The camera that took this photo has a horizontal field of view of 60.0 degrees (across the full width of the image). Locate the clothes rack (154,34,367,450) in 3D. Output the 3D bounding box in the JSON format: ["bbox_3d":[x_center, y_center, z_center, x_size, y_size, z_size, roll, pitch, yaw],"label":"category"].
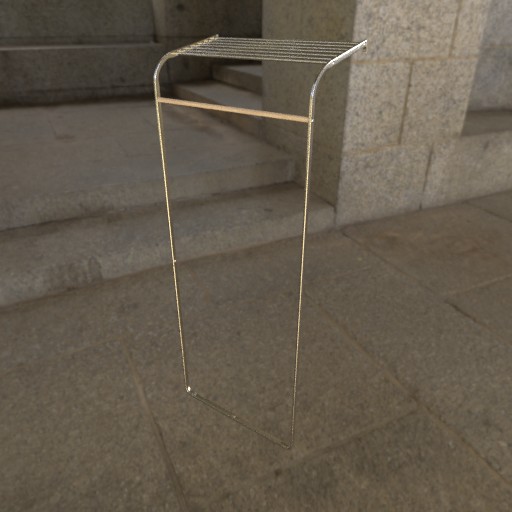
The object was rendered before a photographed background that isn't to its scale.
[{"bbox_3d":[0.000,0.000,1.786,0.609,1.574,0.349,18,34,30],"label":"clothes rack"}]
